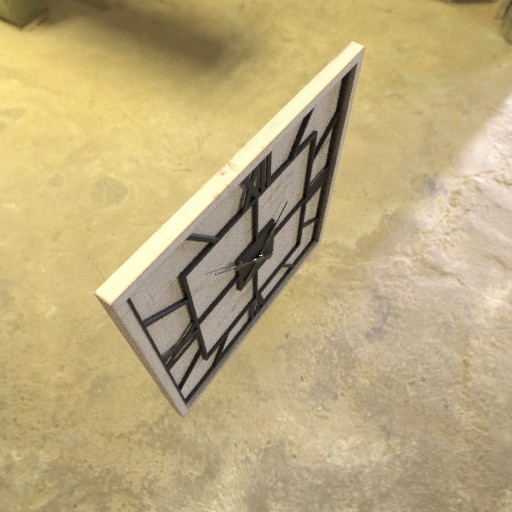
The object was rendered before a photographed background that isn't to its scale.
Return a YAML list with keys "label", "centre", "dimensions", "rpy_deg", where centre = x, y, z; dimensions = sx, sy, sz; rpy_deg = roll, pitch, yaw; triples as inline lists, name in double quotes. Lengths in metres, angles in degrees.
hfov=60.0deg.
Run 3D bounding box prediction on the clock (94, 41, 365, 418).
- label: "clock"
  centre: [0.000, 0.000, 1.044]
  dimensions: [0.032, 0.705, 0.705]
  rpy_deg: [32, 63, 18]
